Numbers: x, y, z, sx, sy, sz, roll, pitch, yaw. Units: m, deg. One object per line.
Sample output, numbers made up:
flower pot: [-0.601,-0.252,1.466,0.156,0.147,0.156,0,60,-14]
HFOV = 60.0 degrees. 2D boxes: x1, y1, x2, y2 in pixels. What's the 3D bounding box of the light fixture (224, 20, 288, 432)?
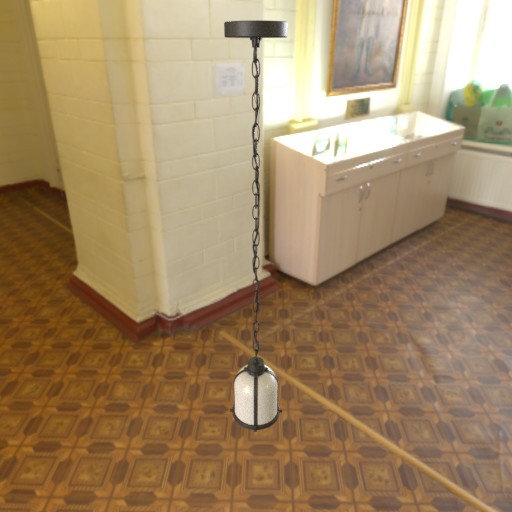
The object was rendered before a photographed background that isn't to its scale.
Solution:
light fixture: [0.000,0.000,1.264,0.178,1.181,0.178,0,25,1]
